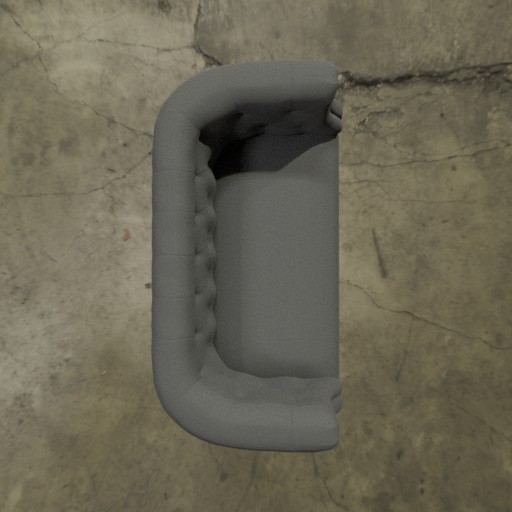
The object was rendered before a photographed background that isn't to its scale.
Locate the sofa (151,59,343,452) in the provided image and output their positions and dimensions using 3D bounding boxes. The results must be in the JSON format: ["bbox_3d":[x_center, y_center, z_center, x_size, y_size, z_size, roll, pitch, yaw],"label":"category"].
[{"bbox_3d":[0.000,0.000,2.089,0.835,0.827,1.558,0,89,0],"label":"sofa"}]
